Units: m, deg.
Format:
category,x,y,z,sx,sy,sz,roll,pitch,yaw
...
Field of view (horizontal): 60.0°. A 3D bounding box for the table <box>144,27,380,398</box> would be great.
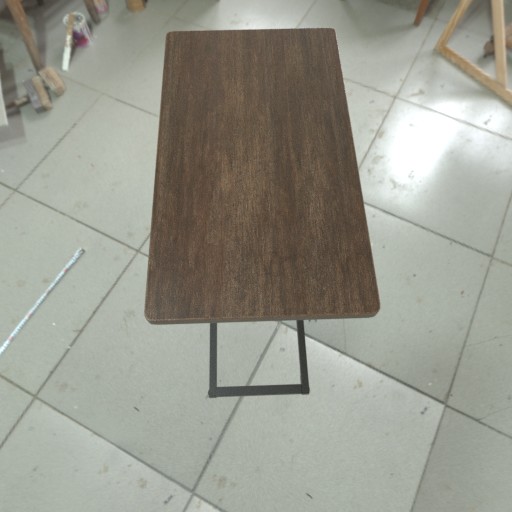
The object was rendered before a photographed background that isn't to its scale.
category,x,y,z,sx,sy,sz,roll,pitch,yaw
table,0.000,0.000,0.855,0.254,0.637,0.450,-2,64,-1
